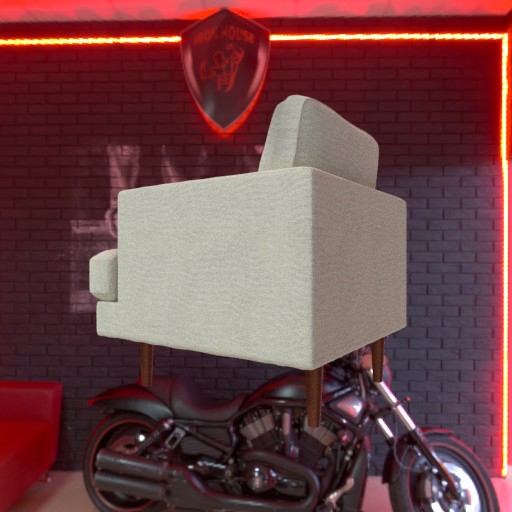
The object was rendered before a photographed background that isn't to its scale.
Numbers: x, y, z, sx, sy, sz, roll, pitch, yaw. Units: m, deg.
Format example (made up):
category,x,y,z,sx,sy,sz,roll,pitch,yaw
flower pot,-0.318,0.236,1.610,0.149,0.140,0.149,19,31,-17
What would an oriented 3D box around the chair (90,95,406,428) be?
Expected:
category,x,y,z,sx,sy,sz,roll,pitch,yaw
chair,0.000,0.000,1.679,0.899,0.957,0.858,0,0,35
